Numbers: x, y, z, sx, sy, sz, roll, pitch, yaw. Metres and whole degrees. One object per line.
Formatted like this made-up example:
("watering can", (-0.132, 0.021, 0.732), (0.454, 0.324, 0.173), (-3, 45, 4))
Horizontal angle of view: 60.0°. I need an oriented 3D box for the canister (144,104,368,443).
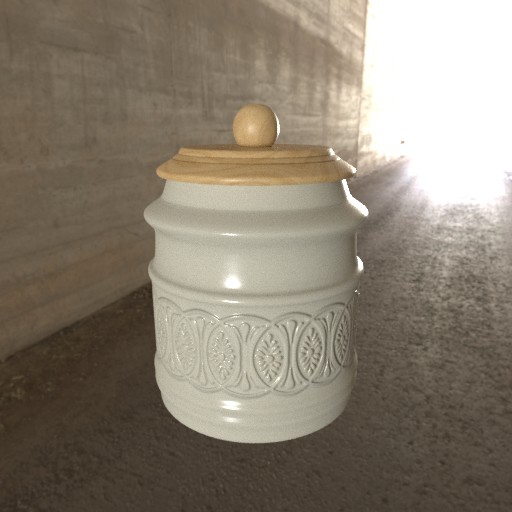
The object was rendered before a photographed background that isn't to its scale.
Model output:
("canister", (0.000, 0.000, 0.271), (0.130, 0.176, 0.130), (0, 16, 0))
